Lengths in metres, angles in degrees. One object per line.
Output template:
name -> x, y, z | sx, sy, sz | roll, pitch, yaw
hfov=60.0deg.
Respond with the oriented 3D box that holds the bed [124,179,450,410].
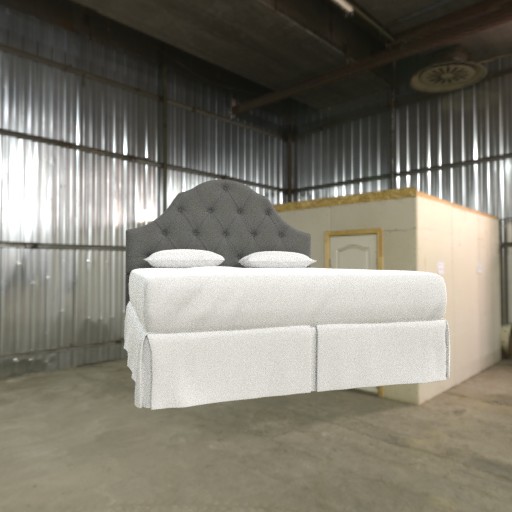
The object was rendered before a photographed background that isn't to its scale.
bed -> 0.000, 0.000, 3.576 | 2.008, 1.615, 2.214 | 0, -1, -18
